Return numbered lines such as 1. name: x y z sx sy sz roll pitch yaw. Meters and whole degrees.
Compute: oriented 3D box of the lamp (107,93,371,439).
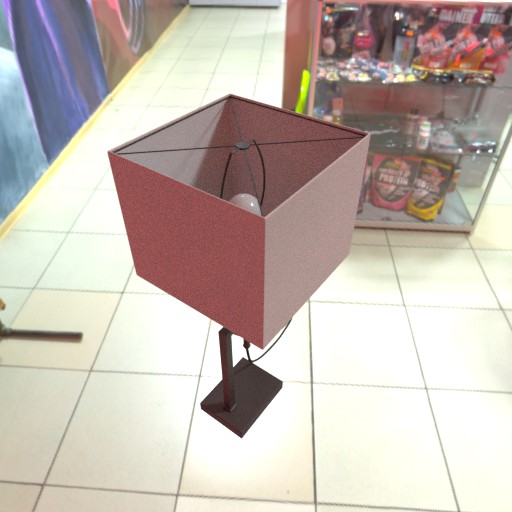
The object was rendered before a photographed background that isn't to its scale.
1. lamp: 0.000 0.000 0.967 0.399 0.660 0.504 26 47 27
